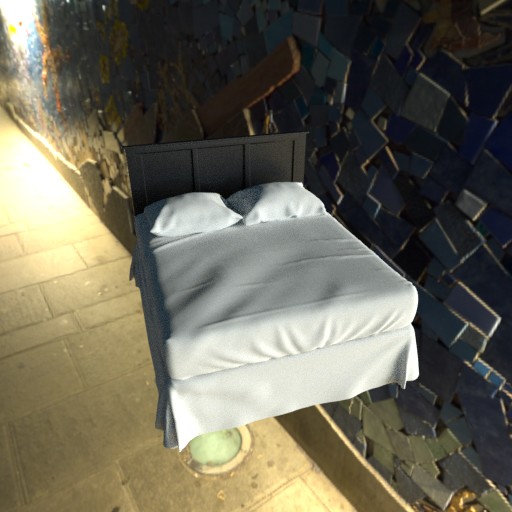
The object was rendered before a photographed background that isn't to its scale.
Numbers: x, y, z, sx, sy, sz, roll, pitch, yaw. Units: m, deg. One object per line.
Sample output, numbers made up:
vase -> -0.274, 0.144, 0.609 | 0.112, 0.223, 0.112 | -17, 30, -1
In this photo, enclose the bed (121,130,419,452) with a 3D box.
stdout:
bed -> 0.000, 0.000, 3.319 | 1.870, 1.270, 2.050 | -9, 31, -16
